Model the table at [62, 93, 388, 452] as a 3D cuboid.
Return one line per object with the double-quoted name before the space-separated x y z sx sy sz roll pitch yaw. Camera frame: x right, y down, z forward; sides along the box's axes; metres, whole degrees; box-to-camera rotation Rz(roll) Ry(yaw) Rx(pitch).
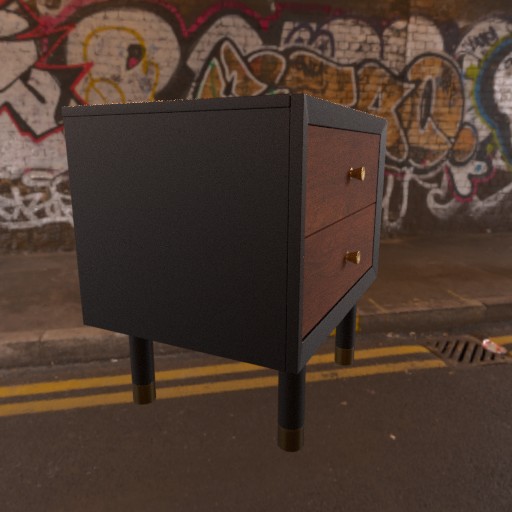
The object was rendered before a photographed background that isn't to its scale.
"table" 0.000 0.000 0.954 0.441 0.584 0.564 7 15 26
